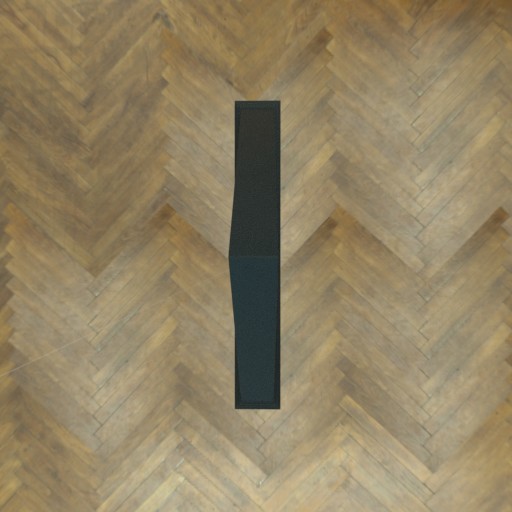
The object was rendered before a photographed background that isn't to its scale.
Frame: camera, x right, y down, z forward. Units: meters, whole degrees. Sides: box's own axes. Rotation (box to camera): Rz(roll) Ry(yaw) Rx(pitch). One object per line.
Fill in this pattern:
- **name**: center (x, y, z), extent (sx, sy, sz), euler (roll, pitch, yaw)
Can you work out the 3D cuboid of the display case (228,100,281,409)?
- **display case**: center (0.000, 0.000, 0.754), extent (0.095, 0.340, 0.640), euler (0, 90, 1)
